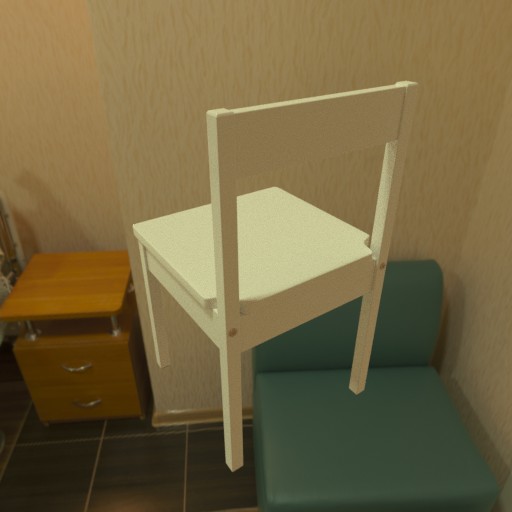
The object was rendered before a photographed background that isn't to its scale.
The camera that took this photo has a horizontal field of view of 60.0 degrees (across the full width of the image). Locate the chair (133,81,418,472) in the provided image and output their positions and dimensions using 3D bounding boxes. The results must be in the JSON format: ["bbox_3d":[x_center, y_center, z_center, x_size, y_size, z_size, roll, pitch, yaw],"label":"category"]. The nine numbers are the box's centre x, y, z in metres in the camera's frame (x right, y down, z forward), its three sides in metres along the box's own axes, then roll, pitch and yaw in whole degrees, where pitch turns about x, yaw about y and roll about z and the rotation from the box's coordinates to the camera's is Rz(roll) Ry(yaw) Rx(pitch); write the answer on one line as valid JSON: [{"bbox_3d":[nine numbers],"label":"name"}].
[{"bbox_3d":[0.000,0.000,0.884,0.367,0.668,0.361,-20,36,-29],"label":"chair"}]
